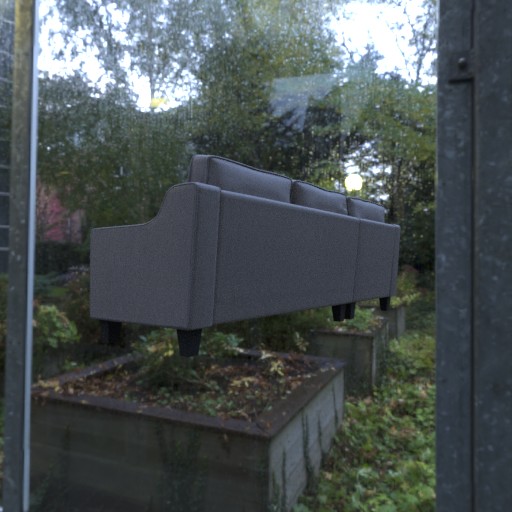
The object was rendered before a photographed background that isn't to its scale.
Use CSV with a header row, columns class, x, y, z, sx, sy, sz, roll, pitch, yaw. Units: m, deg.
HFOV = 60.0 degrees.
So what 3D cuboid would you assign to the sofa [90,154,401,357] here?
class,x,y,z,sx,sy,sz,roll,pitch,yaw
sofa,0.000,0.000,3.236,1.294,0.928,2.561,-1,-1,36
